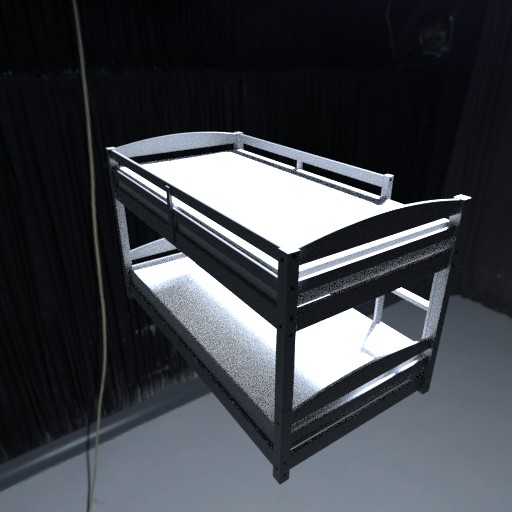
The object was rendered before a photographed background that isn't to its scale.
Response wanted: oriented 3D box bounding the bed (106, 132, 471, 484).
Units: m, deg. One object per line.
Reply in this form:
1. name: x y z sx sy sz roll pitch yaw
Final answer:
1. bed: 0.000 0.000 2.775 1.105 1.206 2.013 -16 30 -30
